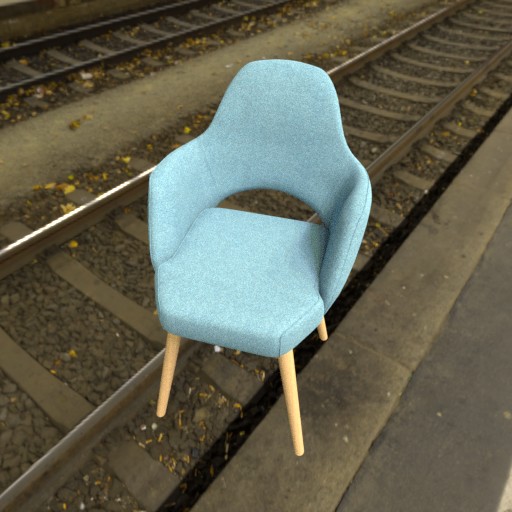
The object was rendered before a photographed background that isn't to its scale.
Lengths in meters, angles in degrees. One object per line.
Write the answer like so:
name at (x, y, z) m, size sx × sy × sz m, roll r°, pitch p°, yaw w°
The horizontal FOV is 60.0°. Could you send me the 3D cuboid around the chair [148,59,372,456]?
chair at (0.000, 0.000, 1.304) m, size 0.589 × 0.920 × 0.666 m, roll 11°, pitch 42°, yaw 12°
